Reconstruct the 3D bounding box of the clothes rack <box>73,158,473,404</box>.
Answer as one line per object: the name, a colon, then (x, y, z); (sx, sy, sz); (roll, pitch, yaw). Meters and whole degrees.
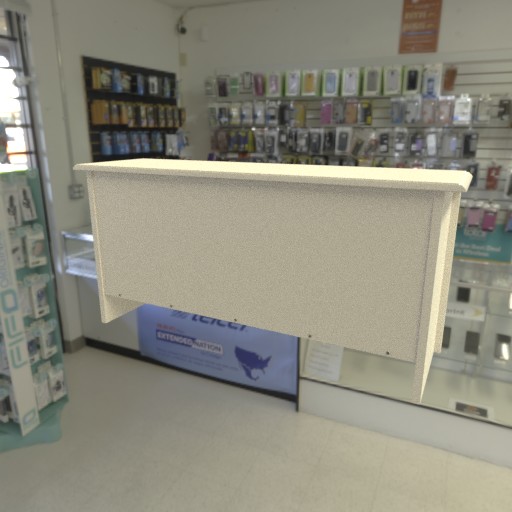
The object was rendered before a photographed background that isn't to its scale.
clothes rack: (0.000, 0.000, 1.347); (1.120, 0.531, 0.324); (8, 18, 26)
